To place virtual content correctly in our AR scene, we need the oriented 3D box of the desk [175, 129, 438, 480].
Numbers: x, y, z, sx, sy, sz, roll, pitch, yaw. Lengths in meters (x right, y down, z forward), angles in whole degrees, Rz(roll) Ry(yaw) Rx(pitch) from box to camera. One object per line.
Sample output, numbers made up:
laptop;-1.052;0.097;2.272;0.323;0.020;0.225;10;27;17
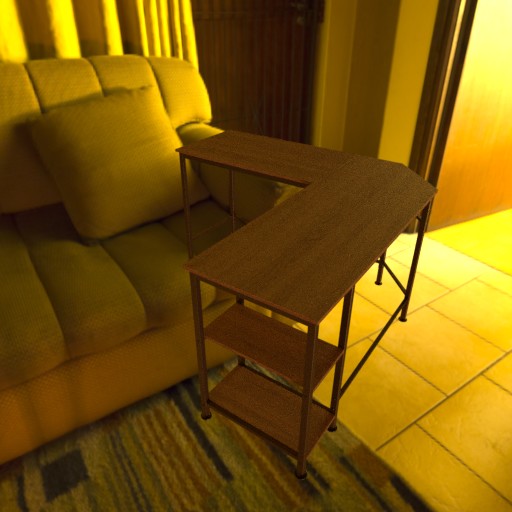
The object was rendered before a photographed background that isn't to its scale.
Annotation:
desk;0.000;0.000;2.209;1.379;0.739;1.379;20;36;30
